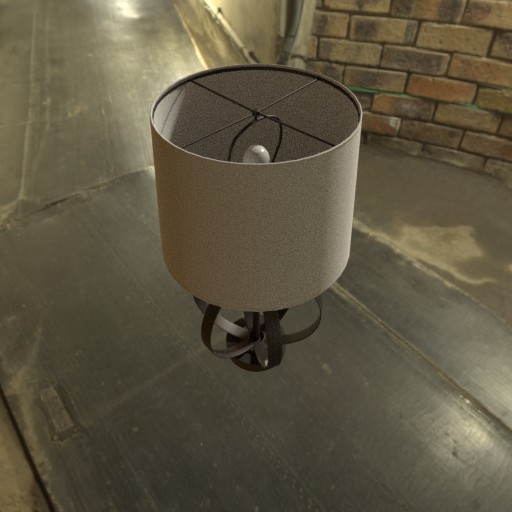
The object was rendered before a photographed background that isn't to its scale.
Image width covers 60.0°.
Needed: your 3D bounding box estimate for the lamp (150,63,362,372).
[{"bbox_3d":[0.000,0.000,0.711,0.286,0.510,0.286,0,45,0],"label":"lamp"}]
